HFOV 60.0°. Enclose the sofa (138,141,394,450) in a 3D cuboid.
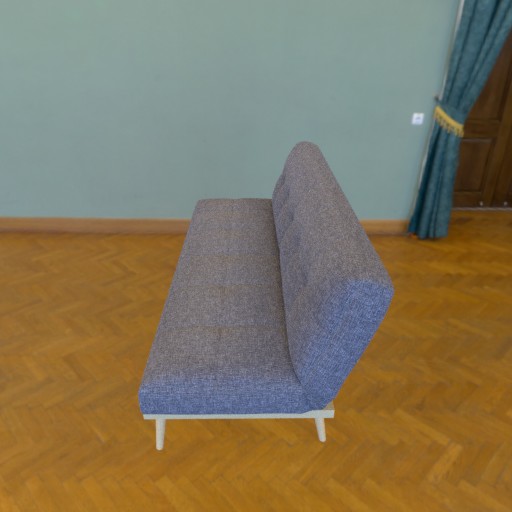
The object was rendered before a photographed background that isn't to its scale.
[{"bbox_3d":[0.000,0.000,2.252,0.820,0.770,1.820,0,28,0],"label":"sofa"}]
